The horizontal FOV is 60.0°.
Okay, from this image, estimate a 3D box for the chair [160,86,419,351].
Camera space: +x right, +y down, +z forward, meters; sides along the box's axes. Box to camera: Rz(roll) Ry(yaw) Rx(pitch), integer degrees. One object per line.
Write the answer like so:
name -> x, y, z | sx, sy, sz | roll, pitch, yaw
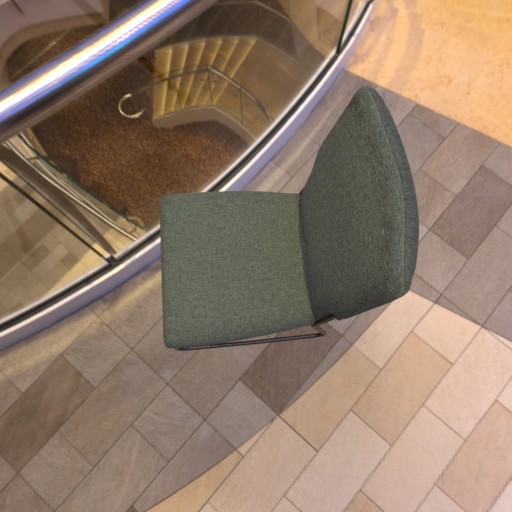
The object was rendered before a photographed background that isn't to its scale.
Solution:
chair -> 0.000, 0.000, 1.292 | 0.635, 0.931, 0.480 | -5, 75, -1
